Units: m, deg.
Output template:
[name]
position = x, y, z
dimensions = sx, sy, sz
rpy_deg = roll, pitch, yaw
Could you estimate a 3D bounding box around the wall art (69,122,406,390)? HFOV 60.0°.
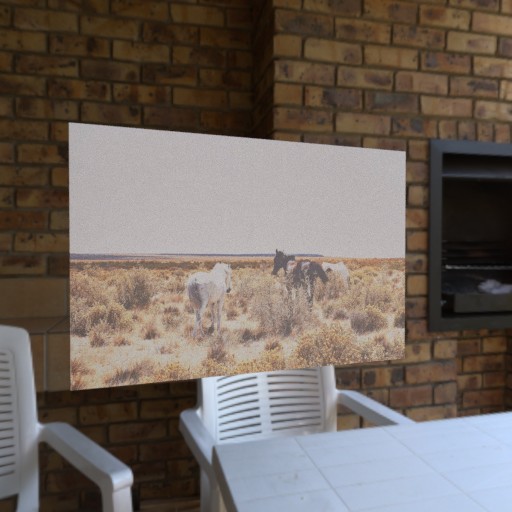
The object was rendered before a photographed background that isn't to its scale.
[wall art]
position = 0.000, 0.000, 1.179
dimensions = 0.914, 0.610, 0.050
rpy_deg = 0, 1, -19
